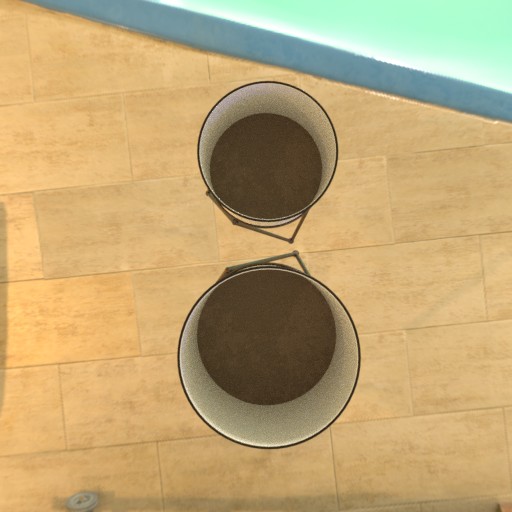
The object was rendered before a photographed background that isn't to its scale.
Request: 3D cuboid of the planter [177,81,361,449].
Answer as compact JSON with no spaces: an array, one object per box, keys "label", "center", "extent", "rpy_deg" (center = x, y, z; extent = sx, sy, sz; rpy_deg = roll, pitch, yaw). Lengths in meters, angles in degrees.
[{"label":"planter","center":[0.000,0.000,1.154],"extent":[0.413,0.712,0.769],"rpy_deg":[0,90,0]}]
